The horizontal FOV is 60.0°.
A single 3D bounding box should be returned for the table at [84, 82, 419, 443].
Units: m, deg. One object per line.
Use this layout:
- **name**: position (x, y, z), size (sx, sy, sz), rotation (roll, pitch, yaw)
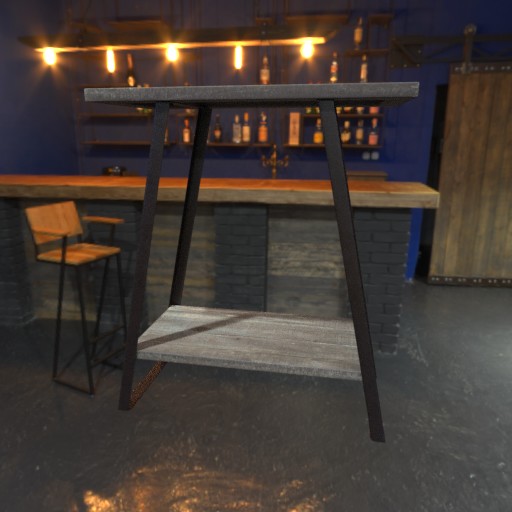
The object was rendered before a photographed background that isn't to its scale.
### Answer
- **table**: position (0.000, 0.000, 1.010), size (0.599, 0.701, 0.300), rotation (3, 16, 11)
